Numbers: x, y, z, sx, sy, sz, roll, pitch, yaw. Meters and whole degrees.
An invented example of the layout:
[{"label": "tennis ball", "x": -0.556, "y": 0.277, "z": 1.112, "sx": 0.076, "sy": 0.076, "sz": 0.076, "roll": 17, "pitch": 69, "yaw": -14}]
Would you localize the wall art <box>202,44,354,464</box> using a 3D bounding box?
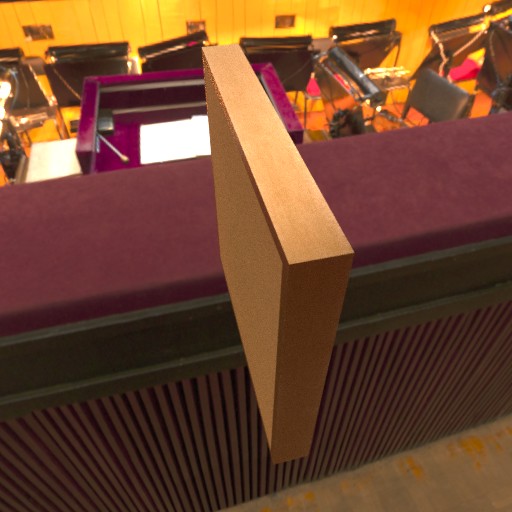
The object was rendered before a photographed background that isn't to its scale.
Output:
[{"label": "wall art", "x": 0.000, "y": 0.000, "z": 0.454, "sx": 0.038, "sy": 0.305, "sz": 0.306, "roll": -10, "pitch": 47, "yaw": -9}]
